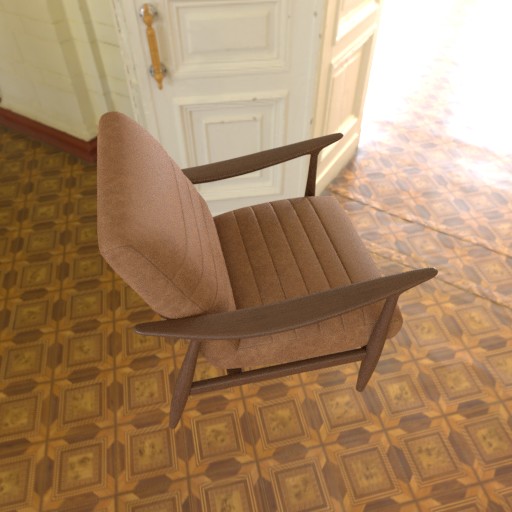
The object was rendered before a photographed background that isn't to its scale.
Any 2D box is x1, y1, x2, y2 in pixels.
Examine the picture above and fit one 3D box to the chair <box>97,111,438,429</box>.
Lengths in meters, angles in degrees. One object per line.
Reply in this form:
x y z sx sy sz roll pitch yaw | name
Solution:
0.000 0.000 1.425 0.798 0.832 0.741 -10 48 -9 | chair
